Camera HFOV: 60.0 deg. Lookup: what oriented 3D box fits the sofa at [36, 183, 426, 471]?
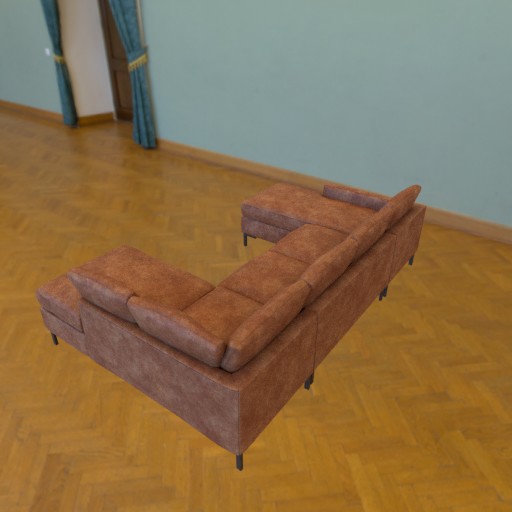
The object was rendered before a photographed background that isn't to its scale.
[{"bbox_3d":[0.000,0.000,3.838,1.939,0.900,2.956,20,36,31],"label":"sofa"}]
